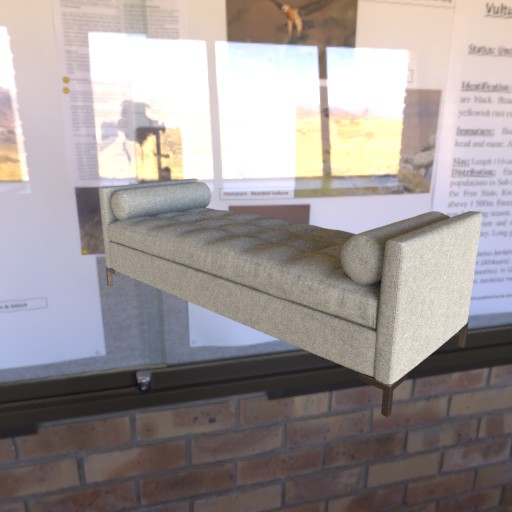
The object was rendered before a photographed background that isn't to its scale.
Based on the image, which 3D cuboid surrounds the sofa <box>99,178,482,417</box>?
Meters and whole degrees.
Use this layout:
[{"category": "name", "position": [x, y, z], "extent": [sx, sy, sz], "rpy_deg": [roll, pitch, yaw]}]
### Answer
[{"category": "sofa", "position": [0.000, 0.000, 2.488], "extent": [2.102, 0.657, 0.797], "rpy_deg": [15, 22, 42]}]
